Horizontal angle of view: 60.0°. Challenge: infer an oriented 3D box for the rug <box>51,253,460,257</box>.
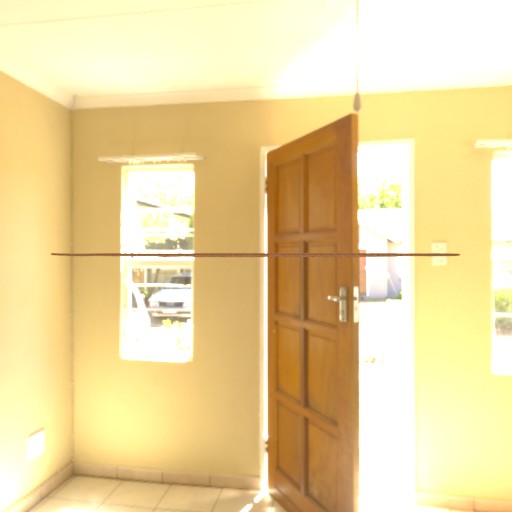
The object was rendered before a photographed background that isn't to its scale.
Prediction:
[{"bbox_3d":[0.000,0.000,4.197,2.479,0.023,3.092,0,0,0],"label":"rug"}]
